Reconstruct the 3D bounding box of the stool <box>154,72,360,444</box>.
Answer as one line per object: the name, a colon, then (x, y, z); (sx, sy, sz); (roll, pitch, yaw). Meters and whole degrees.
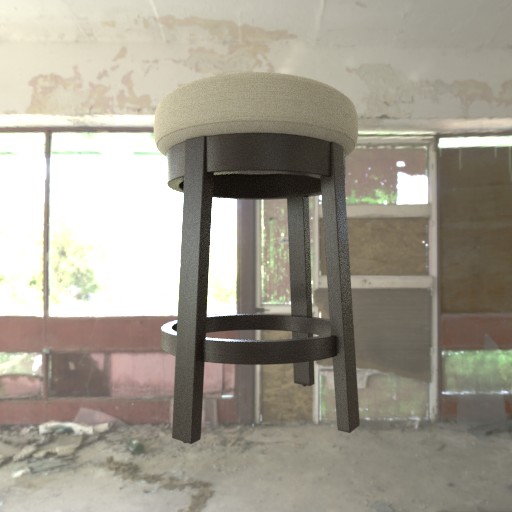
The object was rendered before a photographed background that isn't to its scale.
stool: (0.000, 0.000, 0.953); (0.449, 0.655, 0.449); (0, -1, 0)
